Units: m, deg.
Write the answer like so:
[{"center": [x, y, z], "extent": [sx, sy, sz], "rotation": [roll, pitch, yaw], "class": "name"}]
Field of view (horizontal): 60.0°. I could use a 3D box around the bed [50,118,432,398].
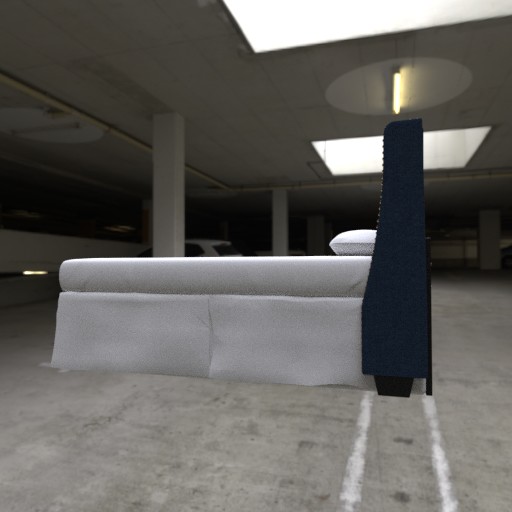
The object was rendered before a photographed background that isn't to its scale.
[{"center": [0.000, 0.000, 3.159], "extent": [2.223, 1.402, 1.604], "rotation": [-1, -2, 17], "class": "bed"}]
